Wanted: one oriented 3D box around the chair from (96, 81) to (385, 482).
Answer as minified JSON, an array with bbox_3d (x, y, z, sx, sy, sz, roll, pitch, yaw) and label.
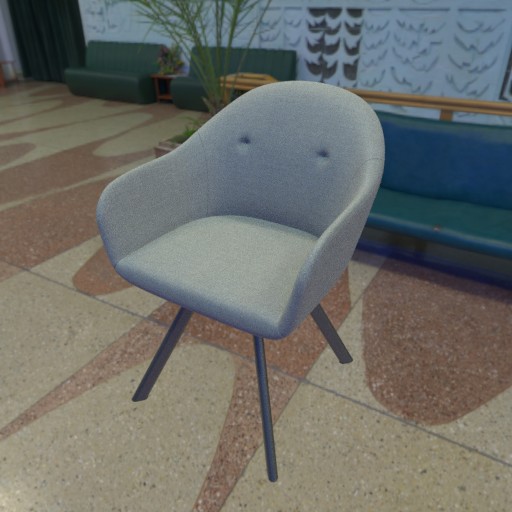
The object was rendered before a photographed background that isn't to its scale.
[{"bbox_3d":[0.000,0.000,1.134,0.540,0.780,0.570,17,34,28],"label":"chair"}]
